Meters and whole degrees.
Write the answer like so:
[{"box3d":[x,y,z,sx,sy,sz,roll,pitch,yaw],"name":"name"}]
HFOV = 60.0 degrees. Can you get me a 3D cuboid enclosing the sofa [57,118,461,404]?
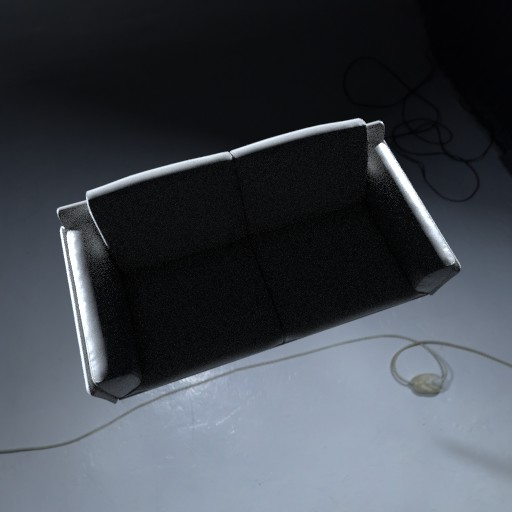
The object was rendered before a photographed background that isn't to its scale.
[{"box3d":[0.000,0.000,2.638,2.101,0.930,1.049,-17,64,-8],"name":"sofa"}]
